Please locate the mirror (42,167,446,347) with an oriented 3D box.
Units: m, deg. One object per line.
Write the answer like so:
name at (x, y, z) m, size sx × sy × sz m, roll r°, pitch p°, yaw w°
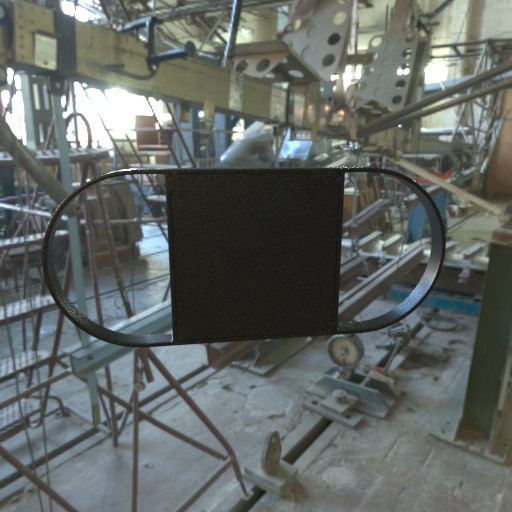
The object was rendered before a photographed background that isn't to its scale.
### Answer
mirror at (0.000, 0.000, 0.651) m, size 0.584 × 0.254 × 0.032 m, roll -2°, pitch 14°, yaw -9°
